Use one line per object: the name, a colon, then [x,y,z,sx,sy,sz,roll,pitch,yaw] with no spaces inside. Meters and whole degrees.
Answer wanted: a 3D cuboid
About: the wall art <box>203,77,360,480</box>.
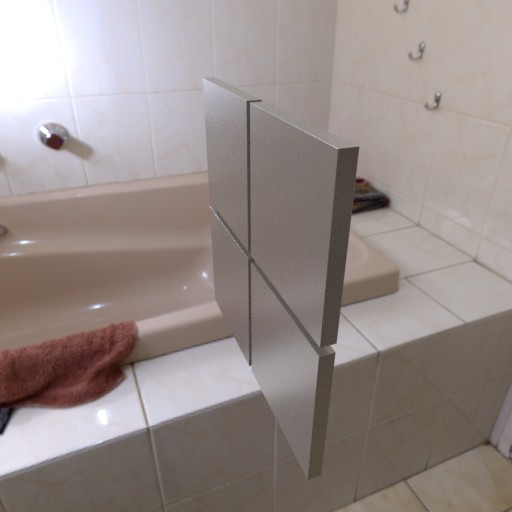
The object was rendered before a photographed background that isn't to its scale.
wall art: [0.000,0.000,0.911,0.029,0.611,0.611,-11,31,-18]
